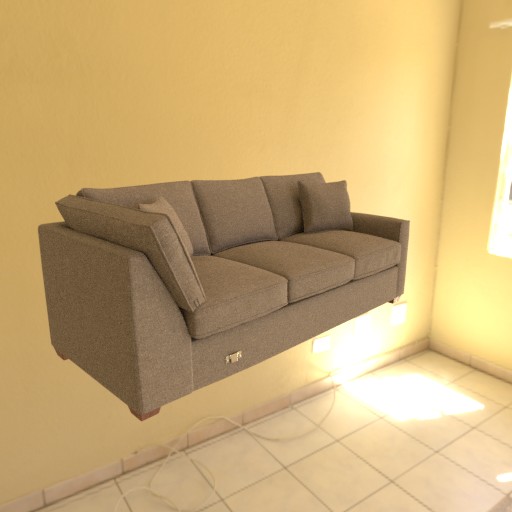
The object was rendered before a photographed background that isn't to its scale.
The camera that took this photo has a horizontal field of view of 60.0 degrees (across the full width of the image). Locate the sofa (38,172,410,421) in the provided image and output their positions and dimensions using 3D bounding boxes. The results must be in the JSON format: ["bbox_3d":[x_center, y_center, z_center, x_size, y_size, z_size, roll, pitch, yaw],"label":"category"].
[{"bbox_3d":[0.000,0.000,2.883,2.317,0.962,1.061,-13,19,-43],"label":"sofa"}]
